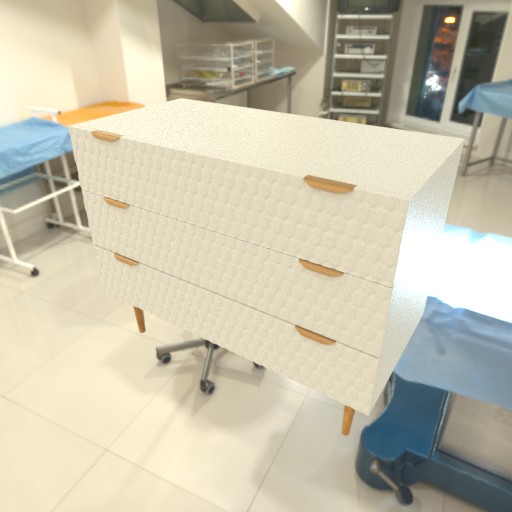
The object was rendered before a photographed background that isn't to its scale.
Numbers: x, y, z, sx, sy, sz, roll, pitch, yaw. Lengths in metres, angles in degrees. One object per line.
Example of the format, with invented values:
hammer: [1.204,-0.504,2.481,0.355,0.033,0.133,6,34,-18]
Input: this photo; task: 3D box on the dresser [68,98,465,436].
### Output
dresser: [0.000,0.000,1.300,0.905,0.721,0.457,18,35,28]
